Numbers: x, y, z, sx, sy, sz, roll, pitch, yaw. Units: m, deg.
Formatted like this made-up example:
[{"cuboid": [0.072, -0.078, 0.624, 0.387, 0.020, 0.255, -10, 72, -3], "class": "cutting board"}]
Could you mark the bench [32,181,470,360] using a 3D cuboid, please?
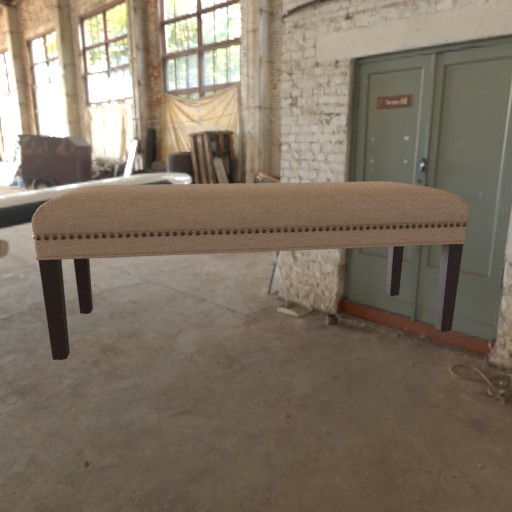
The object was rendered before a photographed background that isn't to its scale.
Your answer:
[{"cuboid": [0.000, 0.000, 1.445, 1.219, 0.457, 0.410, -2, 14, -9], "class": "bench"}]
